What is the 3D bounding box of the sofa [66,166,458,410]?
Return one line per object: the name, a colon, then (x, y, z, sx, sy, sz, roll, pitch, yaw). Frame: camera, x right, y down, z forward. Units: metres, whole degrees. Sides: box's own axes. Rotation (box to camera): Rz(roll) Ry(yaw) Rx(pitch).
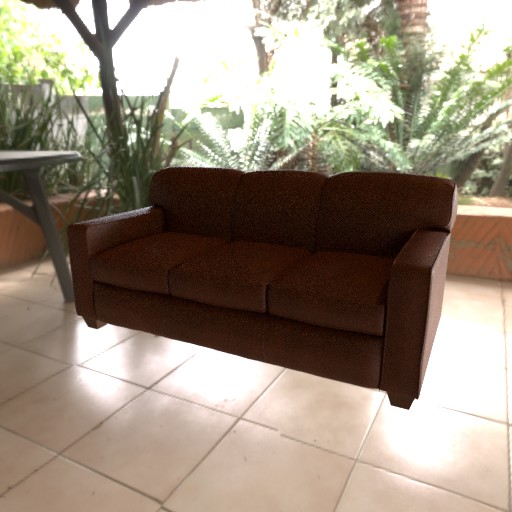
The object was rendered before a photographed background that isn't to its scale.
sofa: (0.000, 0.000, 2.573, 2.039, 0.953, 1.008, 8, 17, 26)
